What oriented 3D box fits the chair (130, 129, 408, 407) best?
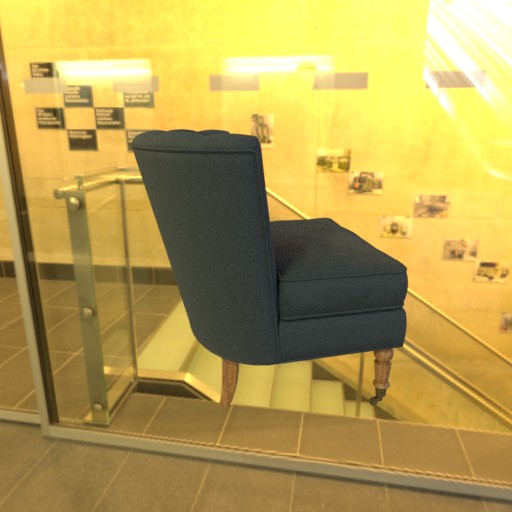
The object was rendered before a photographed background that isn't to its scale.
[{"bbox_3d":[0.000,0.000,1.409,0.718,0.771,0.740,-3,17,-9],"label":"chair"}]
